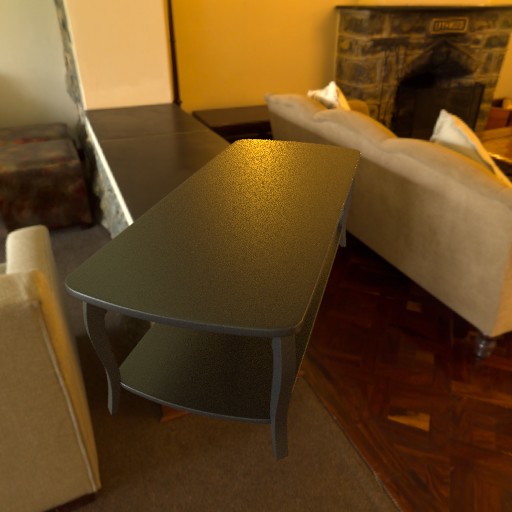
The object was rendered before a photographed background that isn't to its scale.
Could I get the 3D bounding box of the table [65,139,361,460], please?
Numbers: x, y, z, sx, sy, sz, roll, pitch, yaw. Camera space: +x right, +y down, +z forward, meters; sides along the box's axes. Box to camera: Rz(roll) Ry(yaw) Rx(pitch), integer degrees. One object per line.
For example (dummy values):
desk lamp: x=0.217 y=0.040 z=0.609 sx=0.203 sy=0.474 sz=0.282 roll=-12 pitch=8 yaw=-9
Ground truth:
table: x=0.000 y=0.000 z=1.577 sx=0.571 sy=0.457 sz=1.333 roll=9 pitch=31 yaw=15
